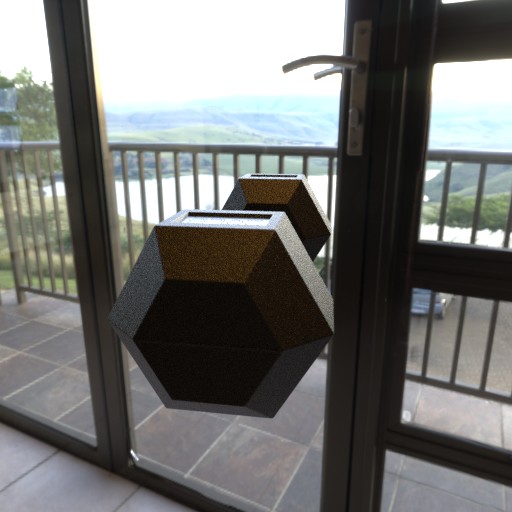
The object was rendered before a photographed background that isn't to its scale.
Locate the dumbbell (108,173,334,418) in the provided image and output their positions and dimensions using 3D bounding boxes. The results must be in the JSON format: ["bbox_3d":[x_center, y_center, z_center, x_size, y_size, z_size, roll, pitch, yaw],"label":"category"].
[{"bbox_3d":[0.000,0.000,0.314,0.106,0.092,0.272,2,16,9],"label":"dumbbell"}]
